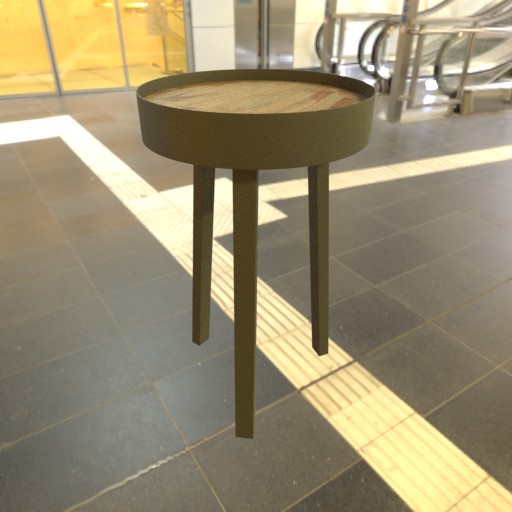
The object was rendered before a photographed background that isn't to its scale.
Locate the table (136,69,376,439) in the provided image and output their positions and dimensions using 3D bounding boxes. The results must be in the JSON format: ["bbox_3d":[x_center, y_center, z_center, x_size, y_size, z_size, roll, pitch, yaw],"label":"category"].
[{"bbox_3d":[0.000,0.000,0.945,0.406,0.686,0.406,22,37,32],"label":"table"}]
